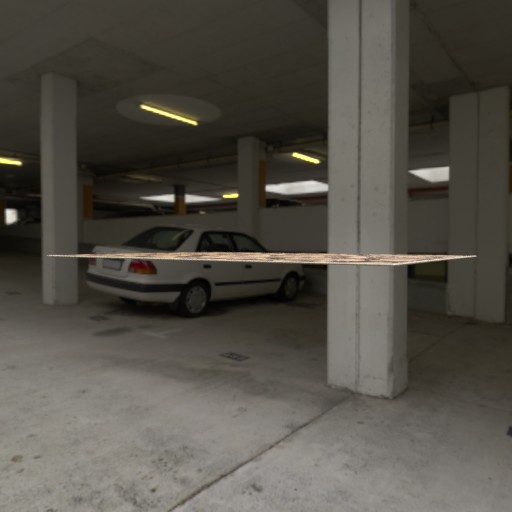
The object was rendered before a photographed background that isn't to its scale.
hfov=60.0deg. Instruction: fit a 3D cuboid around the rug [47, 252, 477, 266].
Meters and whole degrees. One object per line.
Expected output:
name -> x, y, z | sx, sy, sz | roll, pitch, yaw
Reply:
rug -> 0.000, 0.000, 2.812 | 2.284, 0.008, 1.522 | 1, 2, 36
